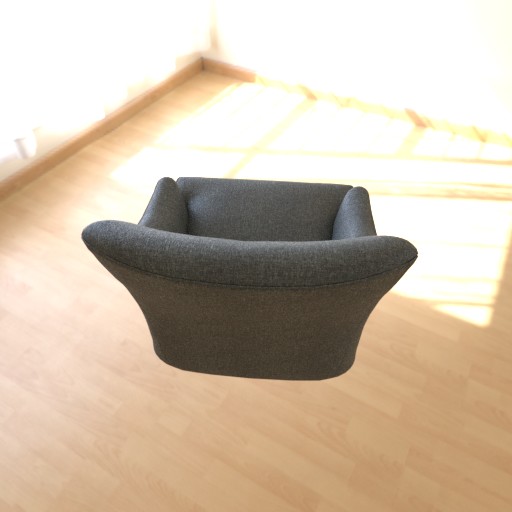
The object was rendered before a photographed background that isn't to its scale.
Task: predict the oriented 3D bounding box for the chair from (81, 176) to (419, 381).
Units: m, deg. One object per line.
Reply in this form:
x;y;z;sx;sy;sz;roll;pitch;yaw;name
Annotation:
0.000;0.000;1.601;0.864;0.856;0.923;3;46;3;chair
